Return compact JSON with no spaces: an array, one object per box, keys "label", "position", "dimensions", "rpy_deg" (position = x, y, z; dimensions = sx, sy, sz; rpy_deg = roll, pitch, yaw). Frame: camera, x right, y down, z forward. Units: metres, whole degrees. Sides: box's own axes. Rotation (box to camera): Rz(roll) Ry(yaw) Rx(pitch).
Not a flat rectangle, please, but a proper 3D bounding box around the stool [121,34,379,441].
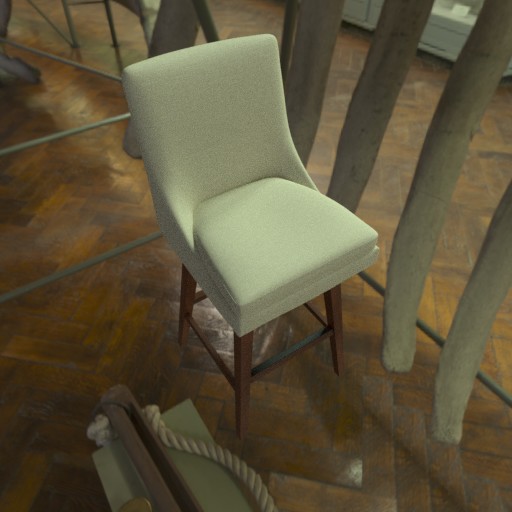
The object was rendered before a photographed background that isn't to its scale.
[{"label":"stool","position":[0.000,0.000,1.371],"dimensions":[0.470,1.097,0.559],"rpy_deg":[-25,50,-23]}]
